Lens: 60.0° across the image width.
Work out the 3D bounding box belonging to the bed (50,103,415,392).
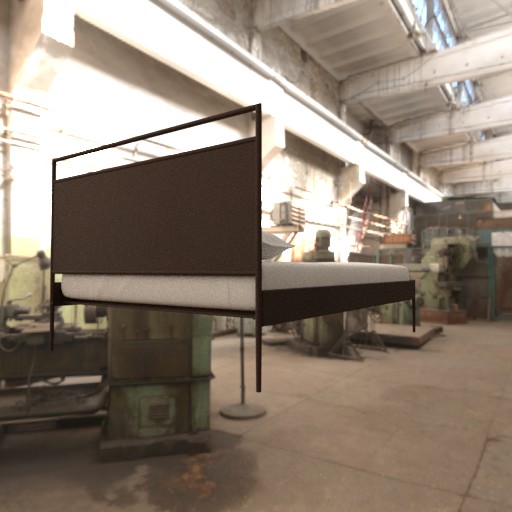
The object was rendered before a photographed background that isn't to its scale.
[{"bbox_3d":[0.000,0.000,3.103,1.572,1.173,2.122,-1,-2,36],"label":"bed"}]
